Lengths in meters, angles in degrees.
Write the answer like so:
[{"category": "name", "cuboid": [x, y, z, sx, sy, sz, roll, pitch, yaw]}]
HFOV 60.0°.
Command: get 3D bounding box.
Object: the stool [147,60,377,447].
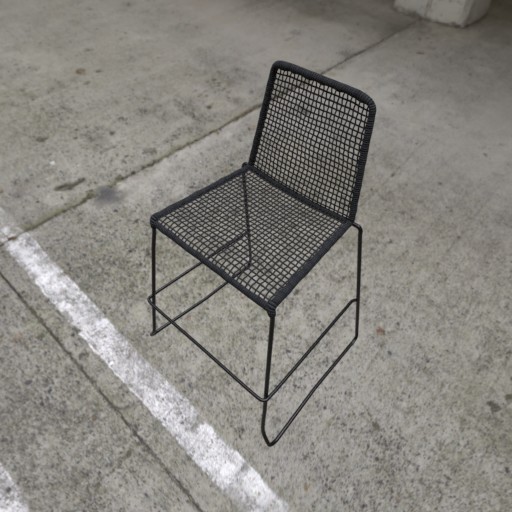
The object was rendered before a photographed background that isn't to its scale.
[{"category": "stool", "cuboid": [0.000, 0.000, 1.273, 0.590, 0.905, 0.509, 34, 56, 27]}]
